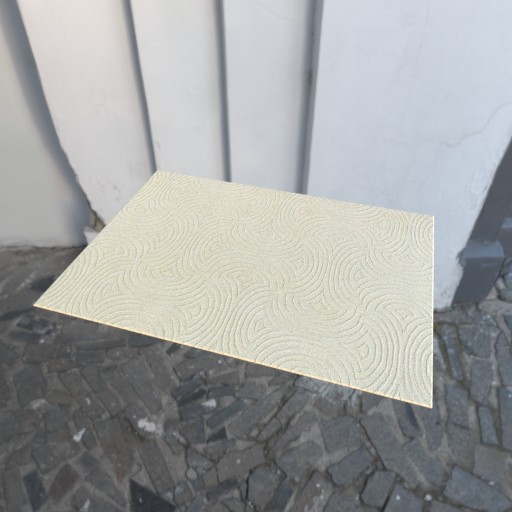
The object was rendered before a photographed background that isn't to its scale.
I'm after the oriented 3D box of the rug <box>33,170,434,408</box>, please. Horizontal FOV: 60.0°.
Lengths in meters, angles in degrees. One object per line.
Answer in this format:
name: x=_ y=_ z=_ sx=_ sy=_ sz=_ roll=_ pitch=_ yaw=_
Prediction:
rug: x=0.000 y=0.000 z=2.785 sx=2.132 sy=0.015 sz=1.526 roll=11 pitch=43 yaw=13
